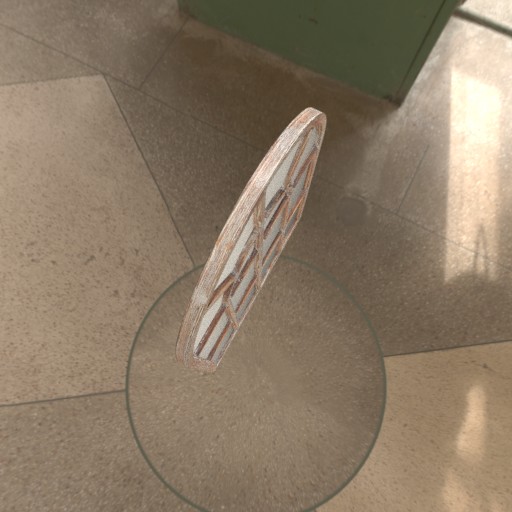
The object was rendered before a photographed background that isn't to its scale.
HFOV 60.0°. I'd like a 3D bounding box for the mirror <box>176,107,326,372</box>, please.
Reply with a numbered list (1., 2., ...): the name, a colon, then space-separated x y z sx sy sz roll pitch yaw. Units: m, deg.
1. mirror: 0.000 0.000 1.189 0.032 0.920 0.660 28 77 7
